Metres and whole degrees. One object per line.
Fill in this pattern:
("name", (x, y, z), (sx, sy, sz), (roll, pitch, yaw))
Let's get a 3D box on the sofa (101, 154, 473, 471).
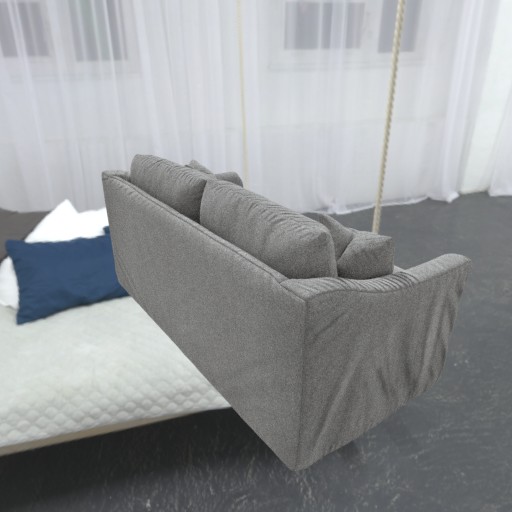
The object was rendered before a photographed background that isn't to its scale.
("sofa", (0.000, 0.000, 2.567), (1.072, 1.018, 2.010), (-17, 30, -32))
